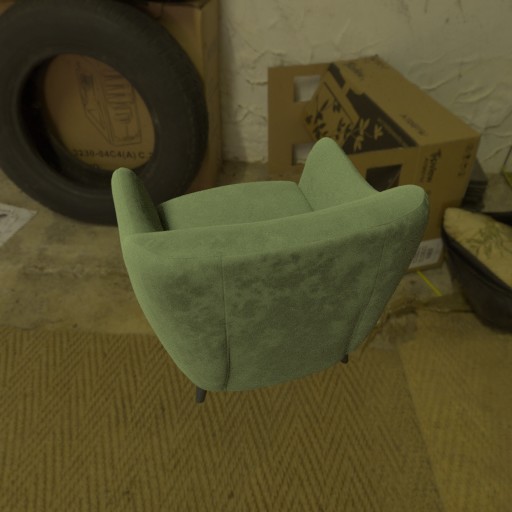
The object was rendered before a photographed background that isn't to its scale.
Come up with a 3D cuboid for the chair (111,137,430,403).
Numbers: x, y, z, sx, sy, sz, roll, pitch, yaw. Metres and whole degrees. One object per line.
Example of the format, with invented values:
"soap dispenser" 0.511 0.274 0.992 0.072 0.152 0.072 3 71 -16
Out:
"chair" 0.000 0.000 1.493 0.840 0.804 0.819 -12 43 -13
